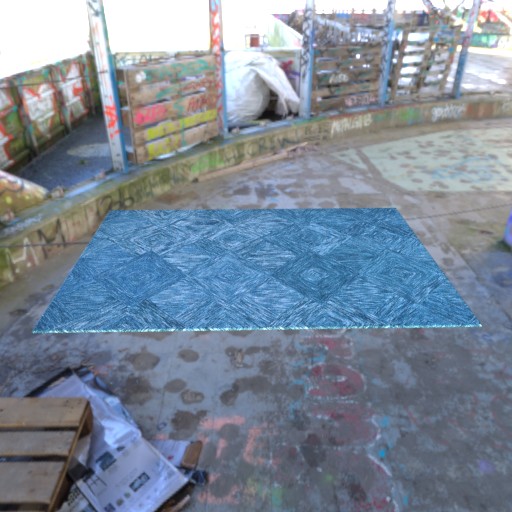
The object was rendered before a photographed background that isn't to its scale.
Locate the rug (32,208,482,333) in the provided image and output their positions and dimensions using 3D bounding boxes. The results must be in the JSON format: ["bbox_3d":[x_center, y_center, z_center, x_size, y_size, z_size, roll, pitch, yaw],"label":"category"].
[{"bbox_3d":[0.000,0.000,2.886,2.277,0.015,1.490,-1,30,-1],"label":"rug"}]
